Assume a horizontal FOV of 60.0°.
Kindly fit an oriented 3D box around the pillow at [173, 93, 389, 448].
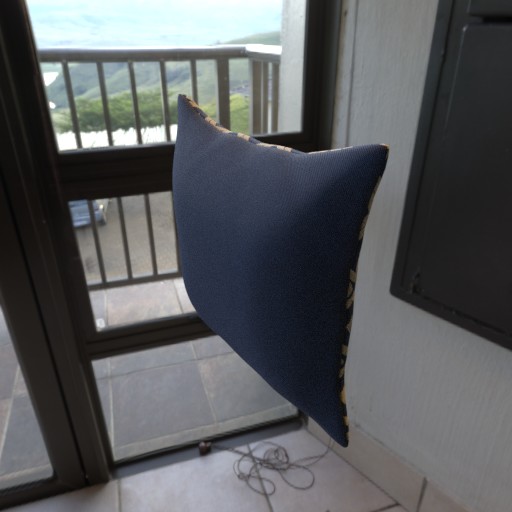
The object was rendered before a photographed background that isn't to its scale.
[{"bbox_3d":[0.000,0.000,0.787,0.188,0.494,0.504,-19,33,-31],"label":"pillow"}]
